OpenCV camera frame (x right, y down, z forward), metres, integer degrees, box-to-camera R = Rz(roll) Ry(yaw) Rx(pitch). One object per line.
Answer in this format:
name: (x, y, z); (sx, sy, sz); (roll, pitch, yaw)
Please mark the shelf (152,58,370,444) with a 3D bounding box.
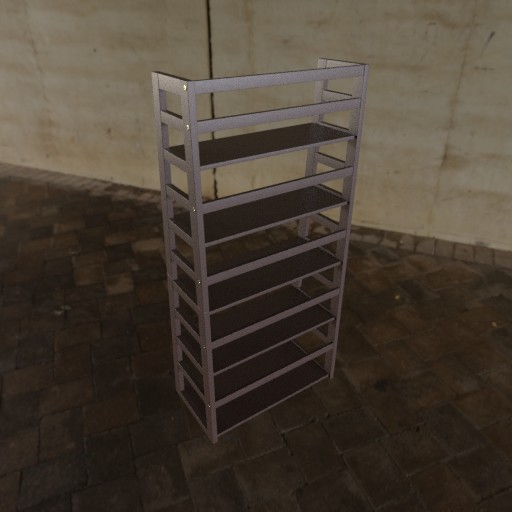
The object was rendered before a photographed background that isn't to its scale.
shelf: (0.000, 0.000, 2.016); (0.763, 1.600, 0.403); (-19, 34, -29)
